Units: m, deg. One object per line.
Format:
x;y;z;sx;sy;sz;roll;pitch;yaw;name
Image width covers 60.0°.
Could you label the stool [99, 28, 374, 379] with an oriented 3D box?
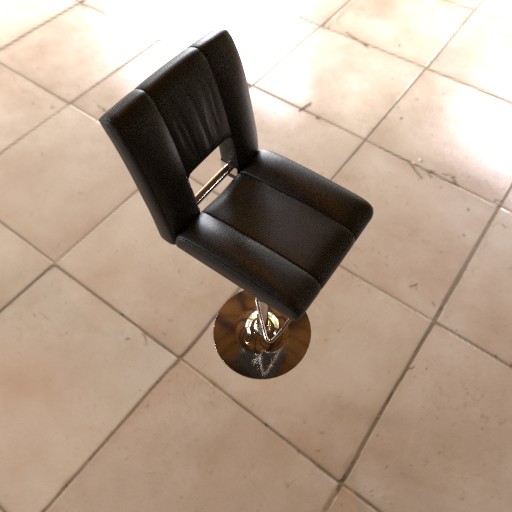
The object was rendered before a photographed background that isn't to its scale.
0.000;0.000;1.379;0.520;1.151;0.415;31;64;17;stool
